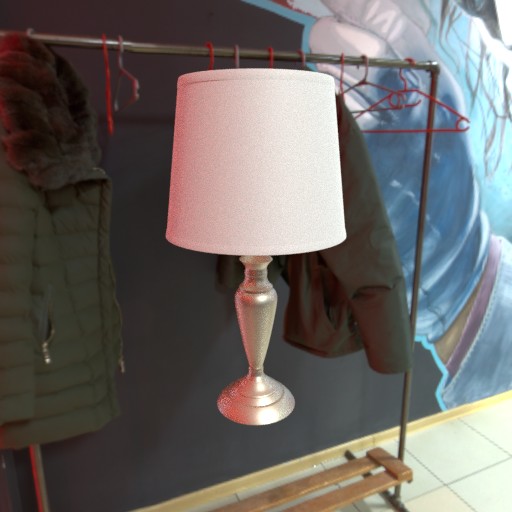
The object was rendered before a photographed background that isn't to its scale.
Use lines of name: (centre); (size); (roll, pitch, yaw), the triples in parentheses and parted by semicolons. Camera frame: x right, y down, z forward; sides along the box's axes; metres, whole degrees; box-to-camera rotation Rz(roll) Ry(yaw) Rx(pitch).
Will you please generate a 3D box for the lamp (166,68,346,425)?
lamp: (0.000, 0.000, 0.833); (0.328, 0.619, 0.328); (0, 15, 0)
